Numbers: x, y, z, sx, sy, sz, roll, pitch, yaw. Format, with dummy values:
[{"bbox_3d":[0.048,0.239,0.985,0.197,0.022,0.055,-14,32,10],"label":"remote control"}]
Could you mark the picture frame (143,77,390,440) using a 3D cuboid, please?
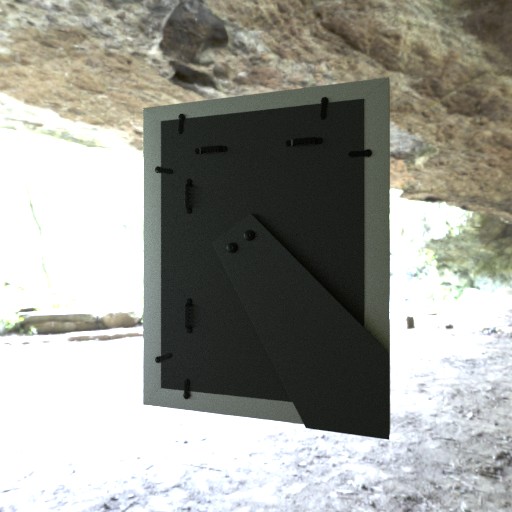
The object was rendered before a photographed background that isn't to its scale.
[{"bbox_3d":[0.000,0.000,0.532,0.307,0.386,0.036,0,0,19],"label":"picture frame"}]
